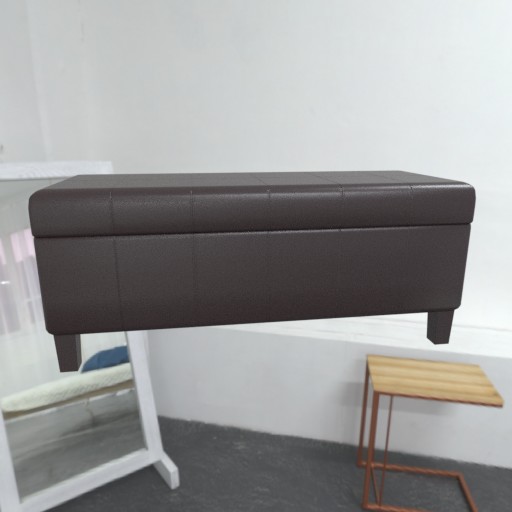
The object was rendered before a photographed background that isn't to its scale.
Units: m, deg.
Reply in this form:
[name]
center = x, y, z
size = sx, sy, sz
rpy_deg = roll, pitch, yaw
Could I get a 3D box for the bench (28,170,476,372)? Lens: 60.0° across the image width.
[bench]
center = 0.000, 0.000, 1.311
size = 1.092, 0.457, 0.429
rpy_deg = -2, 16, -8
